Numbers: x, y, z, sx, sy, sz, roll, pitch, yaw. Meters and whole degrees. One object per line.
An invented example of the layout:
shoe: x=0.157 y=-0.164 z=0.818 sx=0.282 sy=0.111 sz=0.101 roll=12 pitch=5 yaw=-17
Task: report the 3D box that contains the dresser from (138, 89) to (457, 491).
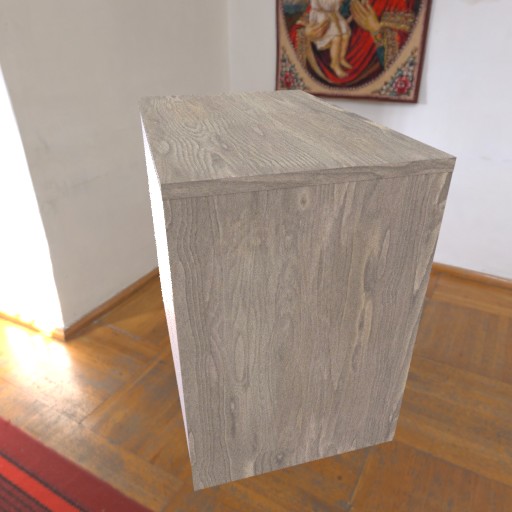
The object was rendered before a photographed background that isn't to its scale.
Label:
dresser: x=0.000 y=0.000 z=1.266 sx=0.529 sy=0.762 sz=0.809 roll=-8 pitch=30 yaw=-14
